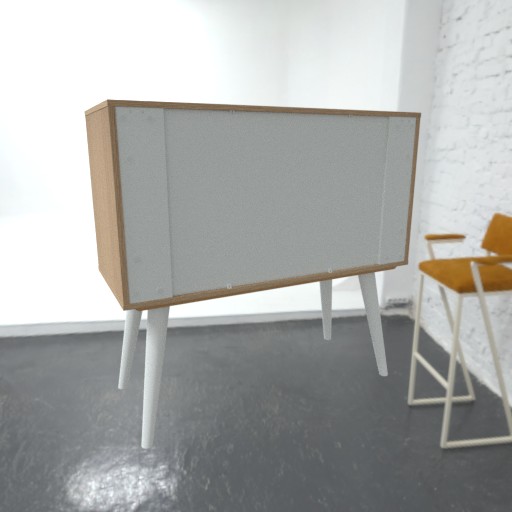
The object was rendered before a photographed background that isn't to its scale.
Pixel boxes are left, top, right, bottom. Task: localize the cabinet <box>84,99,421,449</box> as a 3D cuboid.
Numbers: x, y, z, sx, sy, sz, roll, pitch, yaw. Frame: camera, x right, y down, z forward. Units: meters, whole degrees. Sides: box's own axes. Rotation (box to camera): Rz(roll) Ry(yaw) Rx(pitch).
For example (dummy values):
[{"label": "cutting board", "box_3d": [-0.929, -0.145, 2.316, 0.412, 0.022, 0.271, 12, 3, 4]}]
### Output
[{"label": "cabinet", "box_3d": [0.000, 0.000, 1.641, 1.057, 1.016, 0.470, -7, 16, -26]}]
